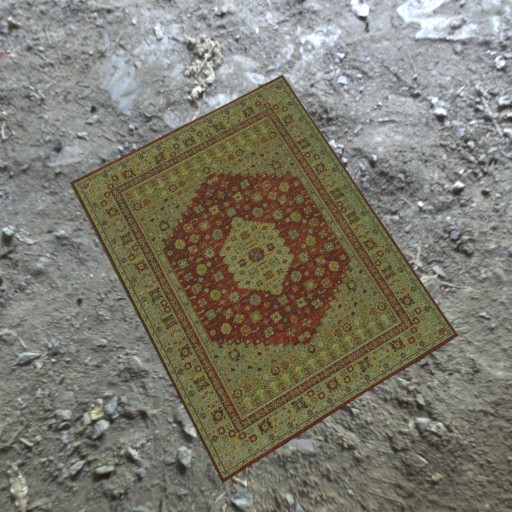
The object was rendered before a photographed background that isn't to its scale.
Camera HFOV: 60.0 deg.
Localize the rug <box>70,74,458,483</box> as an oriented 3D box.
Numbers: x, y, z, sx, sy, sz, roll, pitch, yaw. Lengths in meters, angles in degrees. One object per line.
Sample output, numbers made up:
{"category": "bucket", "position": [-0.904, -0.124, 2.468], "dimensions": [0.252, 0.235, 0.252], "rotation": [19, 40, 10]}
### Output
{"category": "rug", "position": [0.000, 0.000, 4.091], "dimensions": [2.387, 0.013, 3.053], "rotation": [-29, 78, -7]}
